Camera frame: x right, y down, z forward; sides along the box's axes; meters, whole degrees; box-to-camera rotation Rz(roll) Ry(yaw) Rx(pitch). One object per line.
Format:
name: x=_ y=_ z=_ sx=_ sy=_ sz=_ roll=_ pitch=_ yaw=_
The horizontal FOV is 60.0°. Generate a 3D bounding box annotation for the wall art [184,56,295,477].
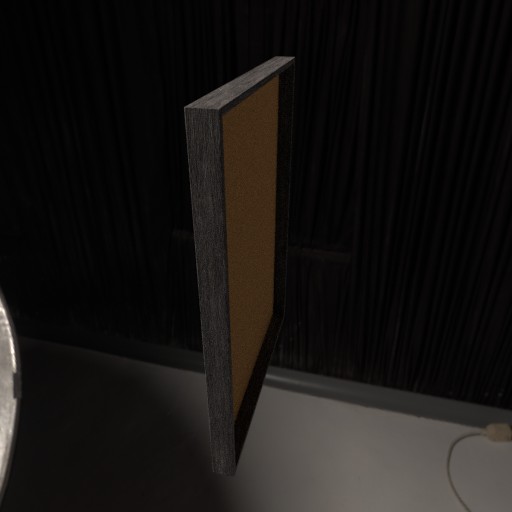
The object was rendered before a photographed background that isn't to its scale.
wall art: x=0.000 y=0.000 z=1.329 sx=0.063 sy=1.016 sz=0.762 roll=7 pitch=31 yaw=12
